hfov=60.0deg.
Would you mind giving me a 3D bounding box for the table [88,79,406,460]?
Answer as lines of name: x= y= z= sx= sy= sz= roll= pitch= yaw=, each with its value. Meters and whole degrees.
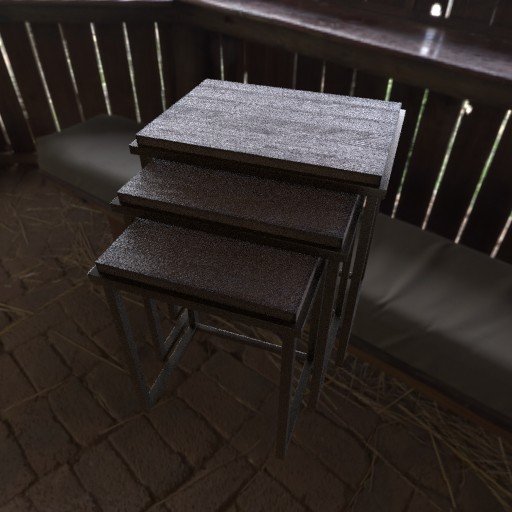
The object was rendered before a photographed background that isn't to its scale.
table: x=0.000 y=0.000 z=1.129 sx=0.559 sy=0.610 sz=0.706 roll=13 pitch=42 yaw=15
